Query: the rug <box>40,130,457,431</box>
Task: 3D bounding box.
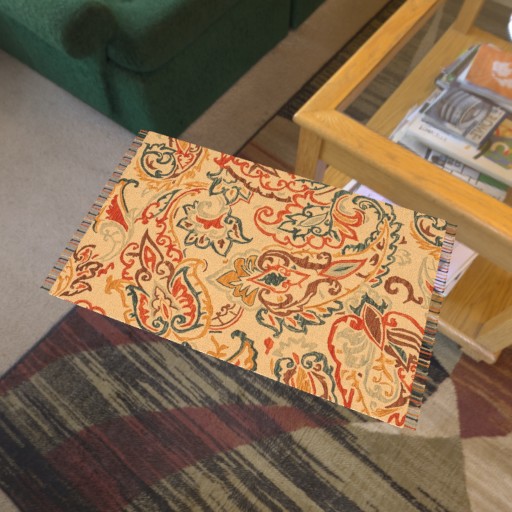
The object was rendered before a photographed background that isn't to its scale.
[{"bbox_3d":[0.000,0.000,3.133,2.584,0.010,1.523,19,65,9],"label":"rug"}]
